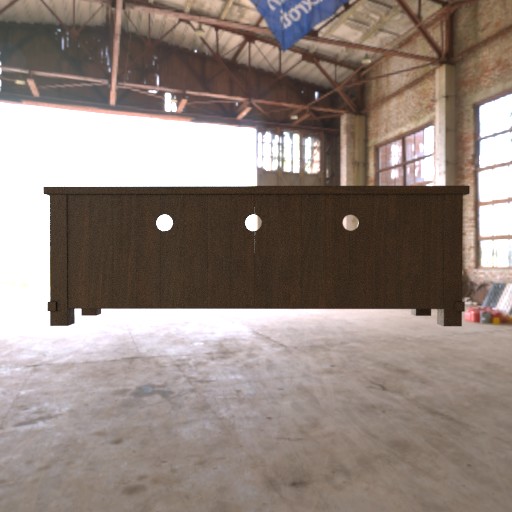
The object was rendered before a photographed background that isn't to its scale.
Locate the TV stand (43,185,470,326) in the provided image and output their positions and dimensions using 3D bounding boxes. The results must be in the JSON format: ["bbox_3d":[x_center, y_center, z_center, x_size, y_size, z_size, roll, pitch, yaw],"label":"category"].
[{"bbox_3d":[0.000,0.000,2.165,1.866,0.615,0.471,0,0,0],"label":"TV stand"}]
